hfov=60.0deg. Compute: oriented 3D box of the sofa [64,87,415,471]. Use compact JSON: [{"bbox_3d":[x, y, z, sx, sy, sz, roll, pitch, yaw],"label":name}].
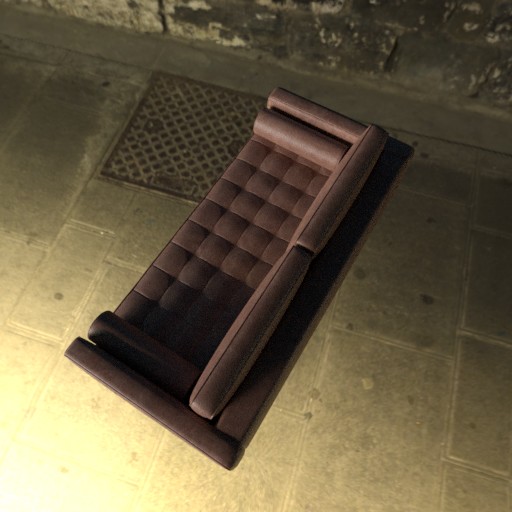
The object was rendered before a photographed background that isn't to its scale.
[{"bbox_3d":[0.000,0.000,2.336,0.910,0.760,1.870,29,69,13],"label":"sofa"}]
